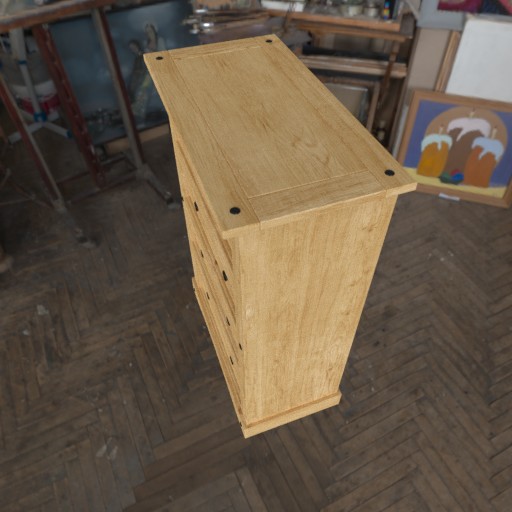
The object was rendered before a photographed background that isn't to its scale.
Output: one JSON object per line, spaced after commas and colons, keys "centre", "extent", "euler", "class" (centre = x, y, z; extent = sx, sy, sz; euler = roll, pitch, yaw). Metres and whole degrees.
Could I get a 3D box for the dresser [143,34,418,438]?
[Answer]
{"centre": [0.000, 0.000, 1.761], "extent": [0.485, 1.300, 0.915], "euler": [-15, 50, -13], "class": "dresser"}
